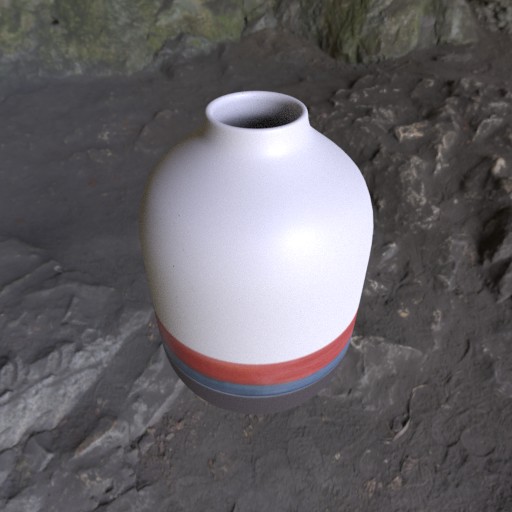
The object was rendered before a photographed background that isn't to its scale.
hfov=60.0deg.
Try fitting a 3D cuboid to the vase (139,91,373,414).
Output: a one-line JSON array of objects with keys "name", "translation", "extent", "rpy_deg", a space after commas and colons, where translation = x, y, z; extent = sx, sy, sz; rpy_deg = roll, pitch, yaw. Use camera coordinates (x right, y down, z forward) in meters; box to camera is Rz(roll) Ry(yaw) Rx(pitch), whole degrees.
[{"name": "vase", "translation": [0.000, 0.000, 0.349], "extent": [0.169, 0.237, 0.169], "rpy_deg": [0, 40, 0]}]
